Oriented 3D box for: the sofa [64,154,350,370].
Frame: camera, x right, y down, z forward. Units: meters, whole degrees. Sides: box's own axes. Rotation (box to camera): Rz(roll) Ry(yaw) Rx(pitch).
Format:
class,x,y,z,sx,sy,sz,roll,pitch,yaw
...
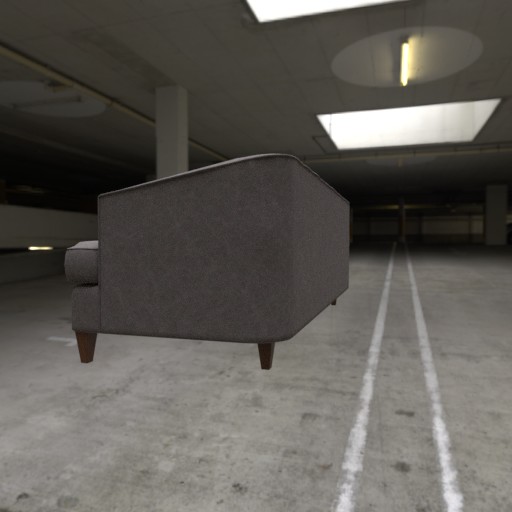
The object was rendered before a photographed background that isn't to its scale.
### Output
class,x,y,z,sx,sy,sz,roll,pitch,yaw
sofa,0.000,0.000,2.671,0.917,0.806,2.247,0,2,18
